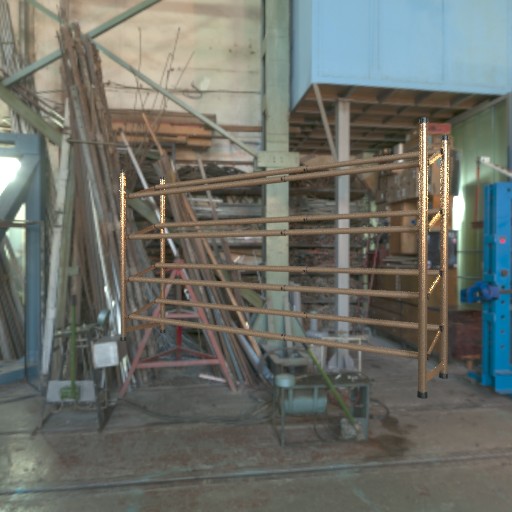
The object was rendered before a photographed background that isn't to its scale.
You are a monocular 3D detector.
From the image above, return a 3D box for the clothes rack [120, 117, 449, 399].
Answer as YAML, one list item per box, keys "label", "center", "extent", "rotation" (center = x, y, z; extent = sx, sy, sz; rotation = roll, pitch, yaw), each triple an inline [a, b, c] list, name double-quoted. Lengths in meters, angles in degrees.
- label: "clothes rack"
  center: [0.000, 0.000, 1.486]
  extent: [1.168, 0.672, 0.229]
  rotation: [0, 1, 36]
